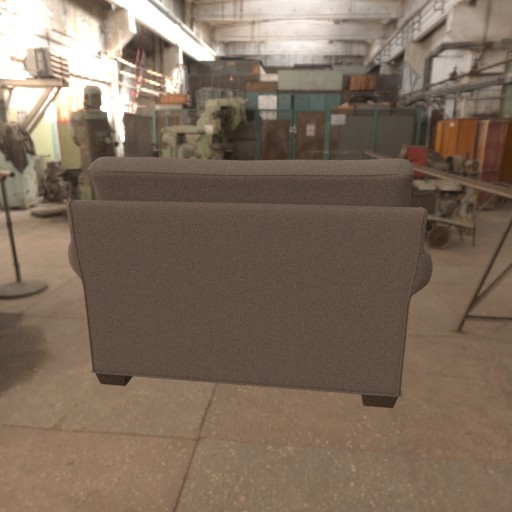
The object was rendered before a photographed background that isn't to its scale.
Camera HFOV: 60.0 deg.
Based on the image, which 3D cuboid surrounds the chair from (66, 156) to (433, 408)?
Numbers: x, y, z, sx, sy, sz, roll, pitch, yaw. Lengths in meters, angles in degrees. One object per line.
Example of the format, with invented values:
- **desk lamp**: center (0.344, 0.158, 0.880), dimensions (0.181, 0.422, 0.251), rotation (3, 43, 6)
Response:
- **chair**: center (0.000, 0.000, 2.067), dimensions (1.390, 0.930, 0.930), rotation (2, 16, 8)
